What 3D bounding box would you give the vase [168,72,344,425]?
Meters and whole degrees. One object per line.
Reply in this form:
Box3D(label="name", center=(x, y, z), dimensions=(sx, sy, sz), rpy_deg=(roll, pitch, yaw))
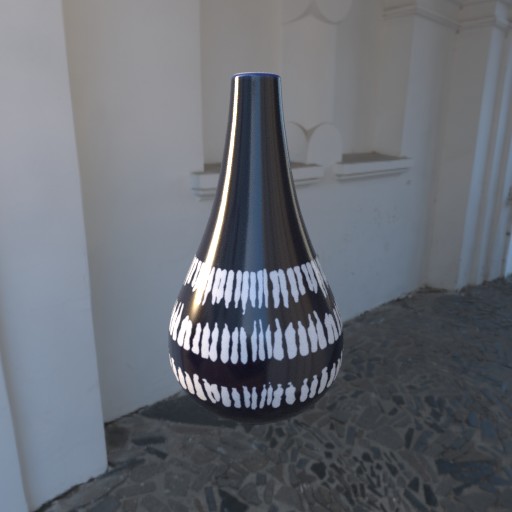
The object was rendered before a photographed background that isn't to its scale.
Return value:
Box3D(label="vase", center=(0.000, 0.000, 0.387), dimensions=(0.159, 0.295, 0.159), rpy_deg=(0, 15, 0))
